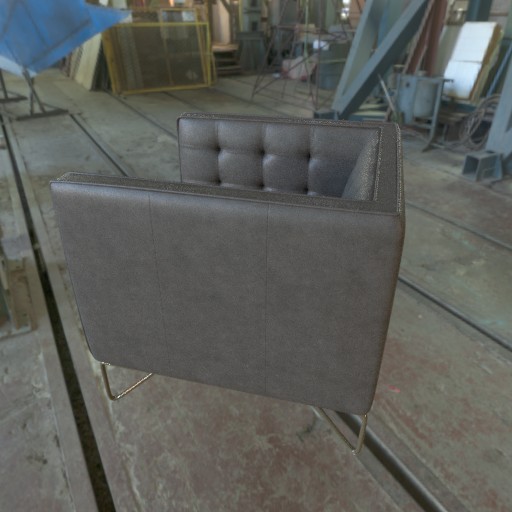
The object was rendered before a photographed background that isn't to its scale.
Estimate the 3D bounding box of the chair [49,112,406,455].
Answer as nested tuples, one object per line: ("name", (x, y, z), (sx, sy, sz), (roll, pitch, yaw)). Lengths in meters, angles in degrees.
("chair", (0.000, 0.000, 1.558), (0.894, 0.790, 0.880), (8, 30, 13))
